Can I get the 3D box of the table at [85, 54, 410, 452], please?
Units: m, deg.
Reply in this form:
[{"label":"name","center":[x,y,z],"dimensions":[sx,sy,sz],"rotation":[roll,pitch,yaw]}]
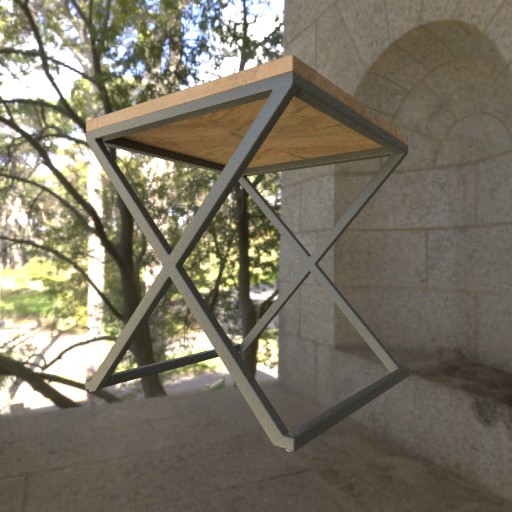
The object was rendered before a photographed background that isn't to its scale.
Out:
[{"label":"table","center":[0.000,0.000,0.952],"dimensions":[0.498,0.550,0.499],"rotation":[0,-1,36]}]
